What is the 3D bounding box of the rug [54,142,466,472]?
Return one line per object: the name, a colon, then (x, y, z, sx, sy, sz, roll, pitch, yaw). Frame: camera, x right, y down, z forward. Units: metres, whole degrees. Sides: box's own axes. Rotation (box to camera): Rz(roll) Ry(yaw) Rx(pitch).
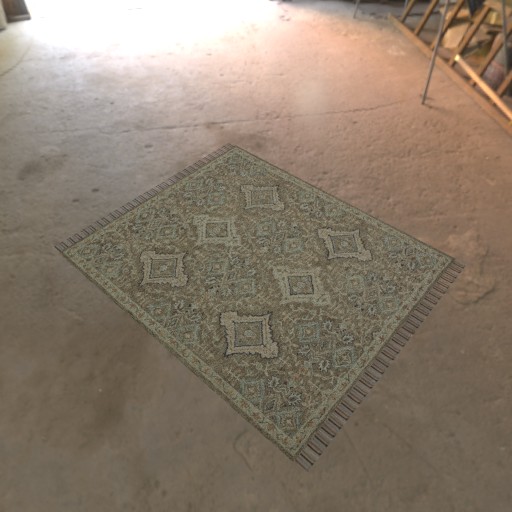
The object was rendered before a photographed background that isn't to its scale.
rug: (0.000, 0.000, 4.181, 3.056, 0.010, 2.437, 33, 55, 27)
